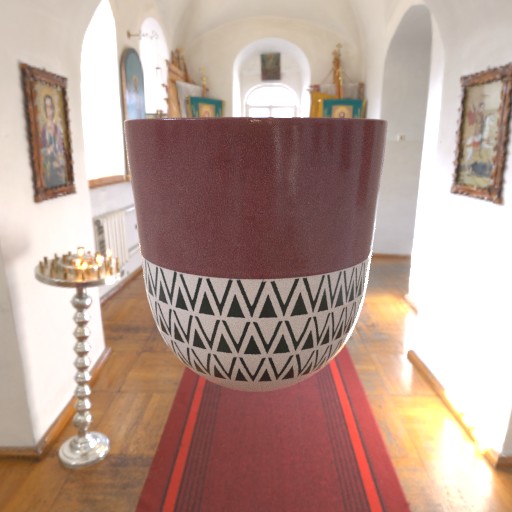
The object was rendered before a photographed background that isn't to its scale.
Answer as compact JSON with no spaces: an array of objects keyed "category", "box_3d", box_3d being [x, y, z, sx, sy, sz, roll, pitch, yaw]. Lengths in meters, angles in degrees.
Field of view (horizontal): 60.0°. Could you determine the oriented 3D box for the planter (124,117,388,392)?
[{"category":"planter","box_3d":[0.000,0.000,0.368,0.195,0.214,0.195,0,15,0]}]
